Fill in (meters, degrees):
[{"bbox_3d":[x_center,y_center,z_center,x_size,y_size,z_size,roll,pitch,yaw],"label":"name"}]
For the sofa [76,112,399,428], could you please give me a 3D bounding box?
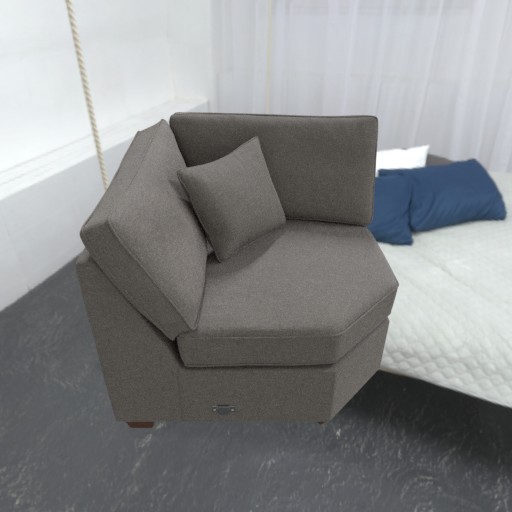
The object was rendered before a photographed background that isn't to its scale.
[{"bbox_3d":[0.000,0.000,1.802,1.042,0.951,1.050,0,32,0],"label":"sofa"}]
